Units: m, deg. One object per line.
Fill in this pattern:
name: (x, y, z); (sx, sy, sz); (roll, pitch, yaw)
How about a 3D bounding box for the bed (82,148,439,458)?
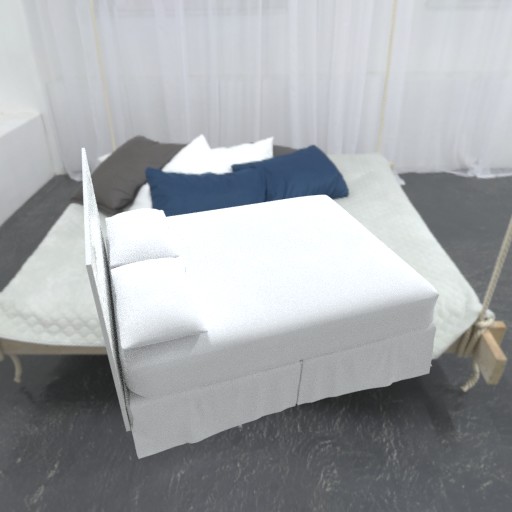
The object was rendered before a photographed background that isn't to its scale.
bed: (0.000, 0.000, 3.181); (2.094, 1.335, 1.745); (-10, 34, -16)
